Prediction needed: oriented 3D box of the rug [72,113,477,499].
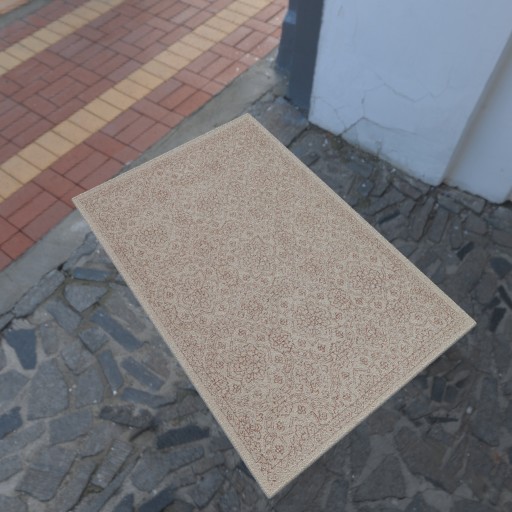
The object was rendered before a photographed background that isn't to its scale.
[{"bbox_3d":[0.000,0.000,2.268,1.219,0.010,1.829,-32,63,-19],"label":"rug"}]
